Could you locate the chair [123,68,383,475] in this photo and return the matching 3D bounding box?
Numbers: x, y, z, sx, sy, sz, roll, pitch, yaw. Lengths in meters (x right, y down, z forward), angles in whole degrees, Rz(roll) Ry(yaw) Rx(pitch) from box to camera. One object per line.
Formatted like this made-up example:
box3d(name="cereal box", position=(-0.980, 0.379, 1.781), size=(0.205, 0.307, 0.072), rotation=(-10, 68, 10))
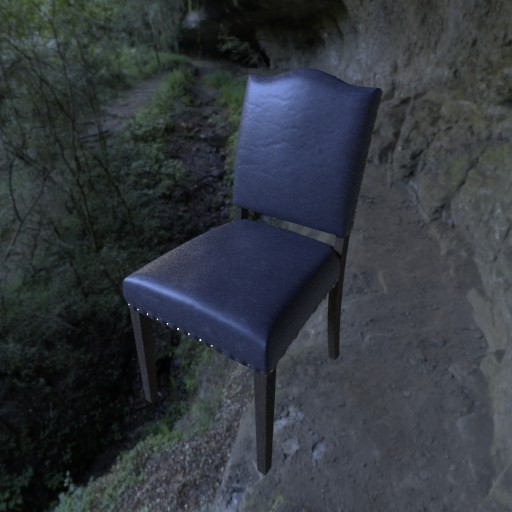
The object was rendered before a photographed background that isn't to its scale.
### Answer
box3d(name="chair", position=(0.000, 0.000, 1.338), size=(0.500, 0.991, 0.633), rotation=(19, 36, 29))
